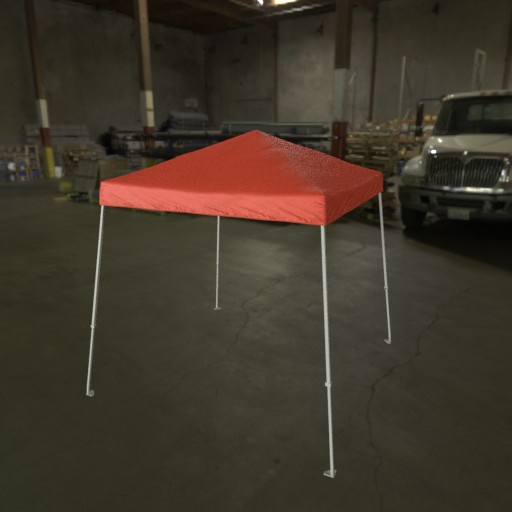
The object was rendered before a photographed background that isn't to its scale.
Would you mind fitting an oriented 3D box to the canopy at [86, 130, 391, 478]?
[{"bbox_3d":[0.000,0.000,5.214,2.849,2.850,2.850,7,17,25],"label":"canopy"}]
